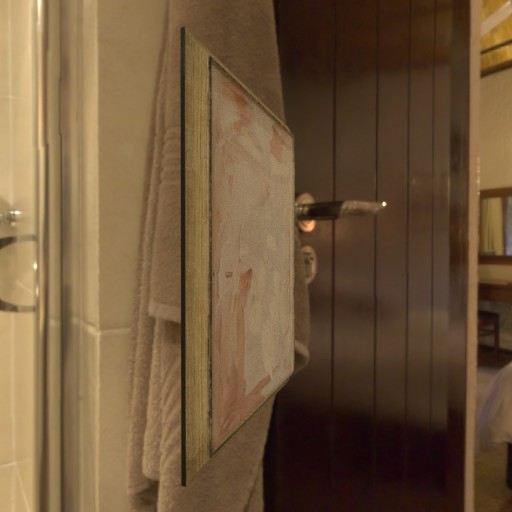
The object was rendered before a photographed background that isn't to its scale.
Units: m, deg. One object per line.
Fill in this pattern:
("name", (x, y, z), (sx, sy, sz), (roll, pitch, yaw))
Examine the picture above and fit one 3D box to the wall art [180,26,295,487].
("wall art", (0.000, 0.000, 0.616), (0.023, 0.457, 0.381), (0, 1, 20))
